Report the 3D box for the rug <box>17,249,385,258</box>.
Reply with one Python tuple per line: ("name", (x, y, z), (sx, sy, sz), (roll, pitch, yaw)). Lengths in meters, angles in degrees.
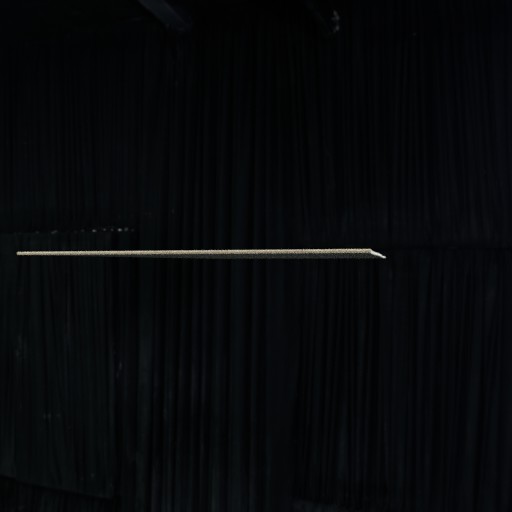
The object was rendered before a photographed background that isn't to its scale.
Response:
("rug", (0.000, 0.000, 2.275), (1.240, 0.010, 1.824), (0, -1, 17))
